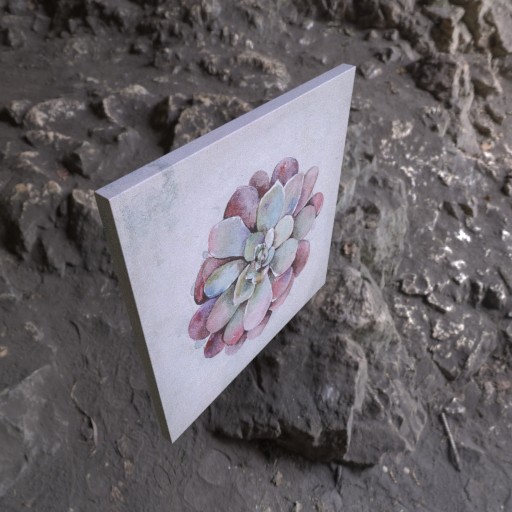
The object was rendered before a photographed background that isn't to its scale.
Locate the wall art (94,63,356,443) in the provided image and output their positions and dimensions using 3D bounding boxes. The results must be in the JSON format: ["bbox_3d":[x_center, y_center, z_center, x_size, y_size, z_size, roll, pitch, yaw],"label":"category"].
[{"bbox_3d":[0.000,0.000,1.144,0.041,0.762,0.762,27,48,28],"label":"wall art"}]
